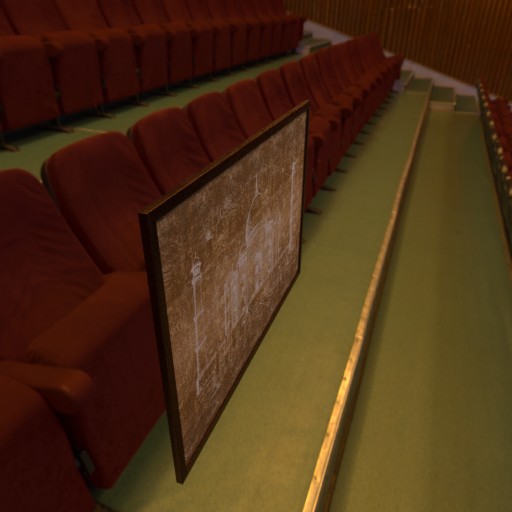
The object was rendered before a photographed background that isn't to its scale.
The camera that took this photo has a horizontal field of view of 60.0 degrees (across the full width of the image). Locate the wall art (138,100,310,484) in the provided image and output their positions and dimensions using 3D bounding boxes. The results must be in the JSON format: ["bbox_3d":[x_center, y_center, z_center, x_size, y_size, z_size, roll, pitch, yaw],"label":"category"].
[{"bbox_3d":[0.000,0.000,1.033,0.014,0.559,0.816,11,31,18],"label":"wall art"}]
